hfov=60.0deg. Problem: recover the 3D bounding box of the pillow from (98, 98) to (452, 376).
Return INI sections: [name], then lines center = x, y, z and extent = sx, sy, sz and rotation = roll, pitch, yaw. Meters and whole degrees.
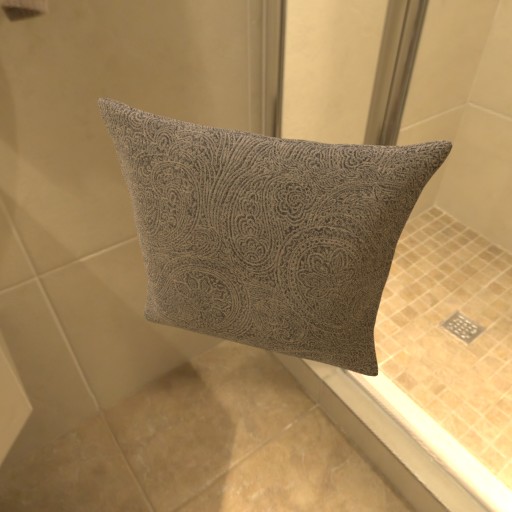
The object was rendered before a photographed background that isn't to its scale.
[pillow]
center = 0.000, 0.000, 0.787
extent = 0.523, 0.510, 0.166
rotation = 11, 43, 12
